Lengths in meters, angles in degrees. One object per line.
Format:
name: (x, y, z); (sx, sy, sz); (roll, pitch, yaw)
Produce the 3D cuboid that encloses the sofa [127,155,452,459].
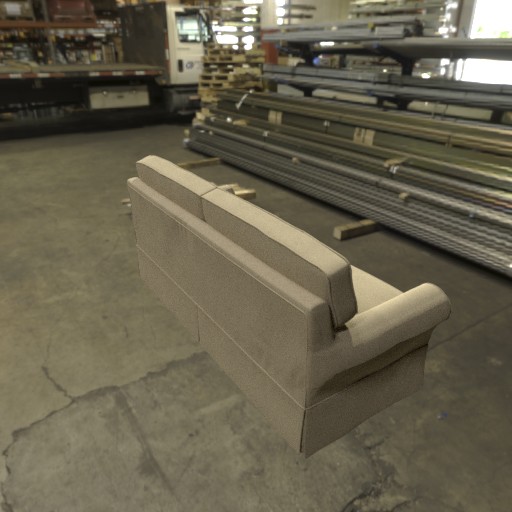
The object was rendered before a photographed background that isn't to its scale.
sofa: (0.000, 0.000, 2.836); (0.900, 1.014, 2.246); (-16, 31, -30)
